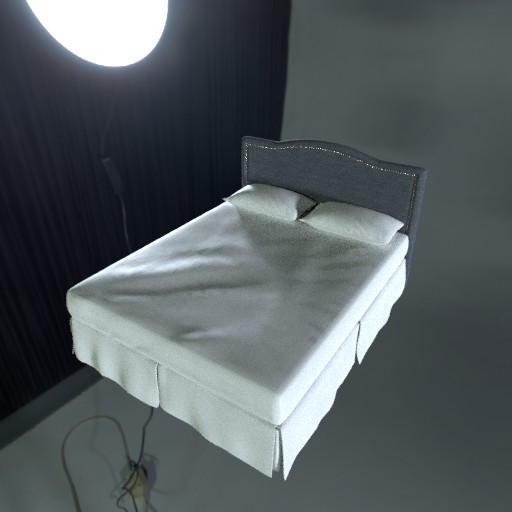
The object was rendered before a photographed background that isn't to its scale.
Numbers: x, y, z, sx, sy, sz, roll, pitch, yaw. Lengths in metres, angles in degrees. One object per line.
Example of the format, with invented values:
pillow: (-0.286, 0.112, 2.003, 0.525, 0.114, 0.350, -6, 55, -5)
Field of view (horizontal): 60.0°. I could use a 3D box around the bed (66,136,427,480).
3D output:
bed: (0.000, 0.000, 3.952, 2.161, 1.457, 2.689, 18, 35, 28)
